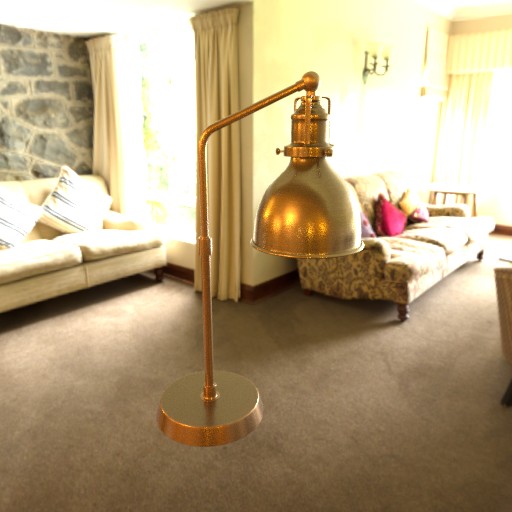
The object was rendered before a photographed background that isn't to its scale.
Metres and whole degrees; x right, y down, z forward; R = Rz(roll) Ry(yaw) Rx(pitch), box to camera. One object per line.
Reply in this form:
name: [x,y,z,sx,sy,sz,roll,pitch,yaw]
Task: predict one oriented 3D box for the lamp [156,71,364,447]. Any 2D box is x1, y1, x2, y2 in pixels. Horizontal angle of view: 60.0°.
lamp: [0.000,0.000,0.585,0.286,0.456,0.153,-3,16,-9]
